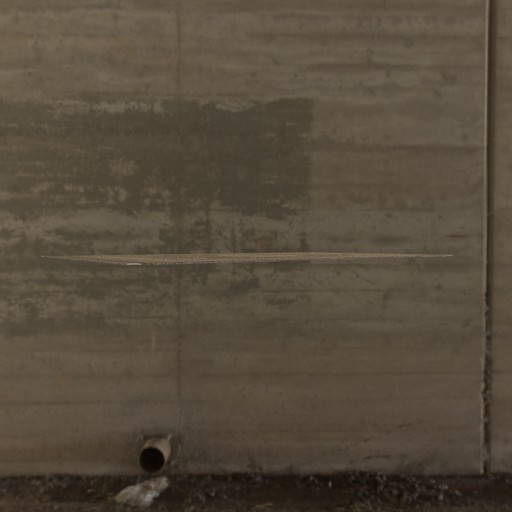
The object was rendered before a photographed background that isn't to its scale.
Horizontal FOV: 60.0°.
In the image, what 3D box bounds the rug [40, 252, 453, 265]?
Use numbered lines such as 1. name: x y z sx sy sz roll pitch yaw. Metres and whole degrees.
1. rug: 0.000 0.000 3.068 2.440 0.010 1.528 -1 2 -38
